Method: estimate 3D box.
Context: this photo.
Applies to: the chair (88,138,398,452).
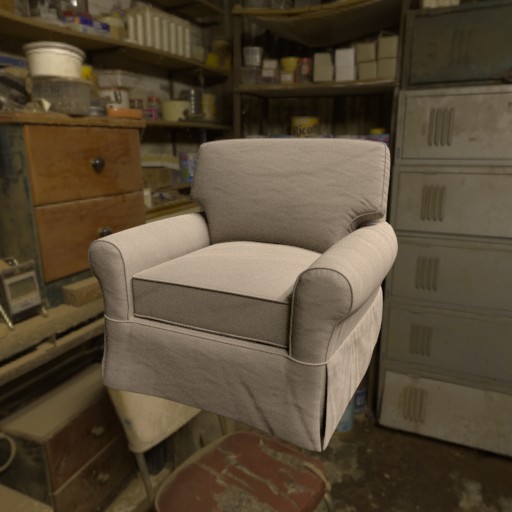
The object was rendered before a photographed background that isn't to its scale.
[{"bbox_3d":[0.000,0.000,1.961,1.135,1.017,0.988,7,16,26],"label":"chair"}]
